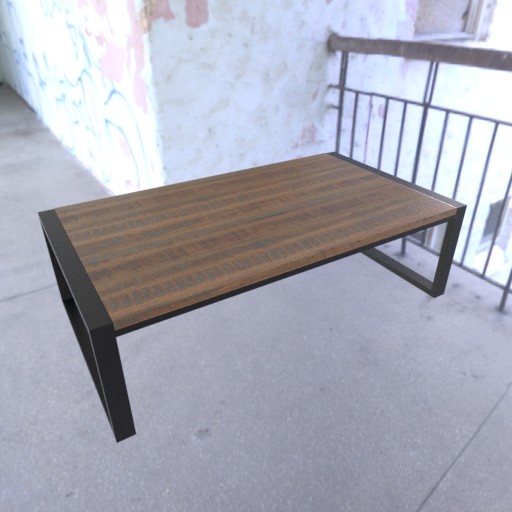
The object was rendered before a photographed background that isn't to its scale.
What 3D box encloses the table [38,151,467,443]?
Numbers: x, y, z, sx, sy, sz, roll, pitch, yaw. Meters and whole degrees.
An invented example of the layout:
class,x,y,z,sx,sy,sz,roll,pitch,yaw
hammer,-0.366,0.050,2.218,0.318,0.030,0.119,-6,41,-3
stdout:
class,x,y,z,sx,sy,sz,roll,pitch,yaw
table,0.000,0.000,1.692,1.350,0.400,0.750,-17,35,-27
